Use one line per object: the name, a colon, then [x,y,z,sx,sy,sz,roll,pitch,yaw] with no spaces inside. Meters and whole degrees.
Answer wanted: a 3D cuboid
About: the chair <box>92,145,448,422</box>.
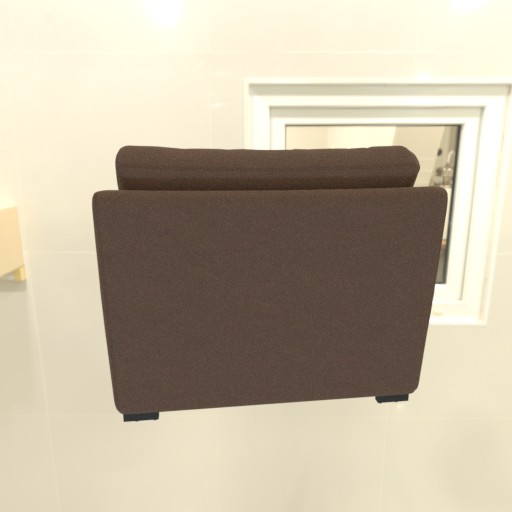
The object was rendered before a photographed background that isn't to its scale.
chair: [0.000,0.000,1.947,1.168,0.940,1.143,-2,14,-7]
